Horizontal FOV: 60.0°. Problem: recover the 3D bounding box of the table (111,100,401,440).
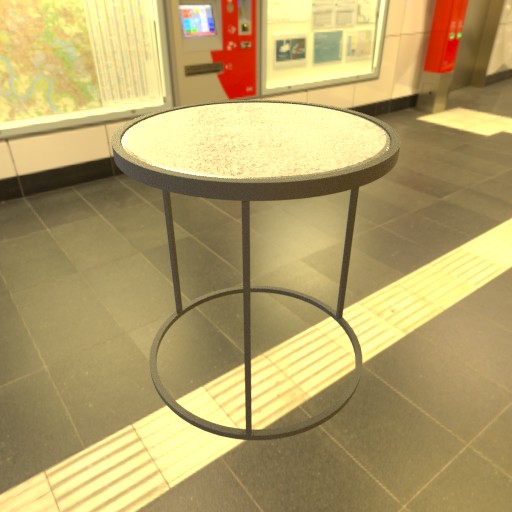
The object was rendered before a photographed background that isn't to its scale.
[{"bbox_3d":[0.000,0.000,0.876,0.470,0.498,0.470,0,31,0],"label":"table"}]
